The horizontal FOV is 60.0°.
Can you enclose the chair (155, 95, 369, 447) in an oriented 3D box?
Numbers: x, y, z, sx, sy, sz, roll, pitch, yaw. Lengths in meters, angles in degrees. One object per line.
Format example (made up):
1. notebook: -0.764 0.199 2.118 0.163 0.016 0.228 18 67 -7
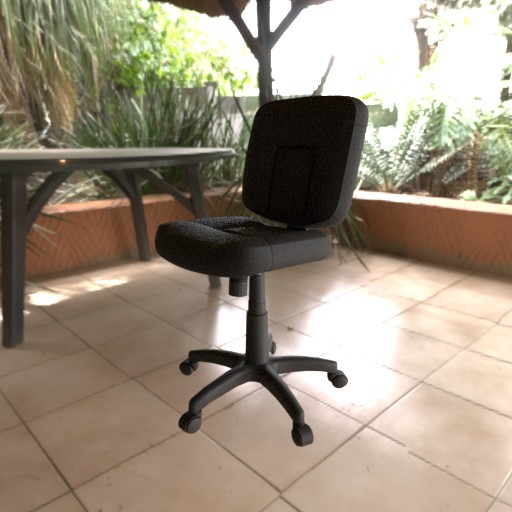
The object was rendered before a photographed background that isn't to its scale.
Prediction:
1. chair: 0.000 0.000 1.380 0.610 0.972 0.610 -15 21 -43
